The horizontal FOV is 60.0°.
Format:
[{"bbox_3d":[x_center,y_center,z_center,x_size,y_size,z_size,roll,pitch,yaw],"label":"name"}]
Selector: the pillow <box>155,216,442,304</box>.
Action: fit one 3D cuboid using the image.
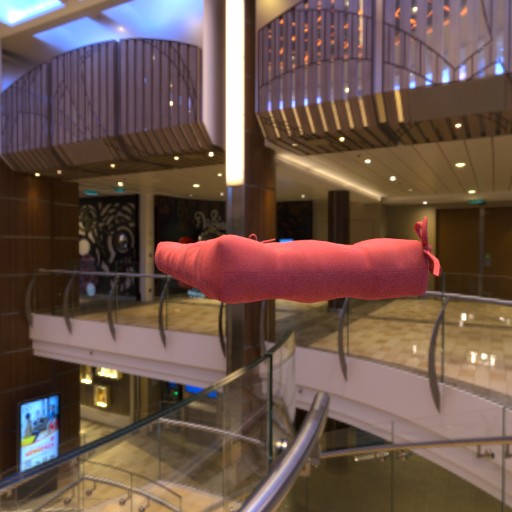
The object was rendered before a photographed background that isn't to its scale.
[{"bbox_3d":[0.000,0.000,1.340,0.511,0.174,1.194,0,1,-18],"label":"pillow"}]
